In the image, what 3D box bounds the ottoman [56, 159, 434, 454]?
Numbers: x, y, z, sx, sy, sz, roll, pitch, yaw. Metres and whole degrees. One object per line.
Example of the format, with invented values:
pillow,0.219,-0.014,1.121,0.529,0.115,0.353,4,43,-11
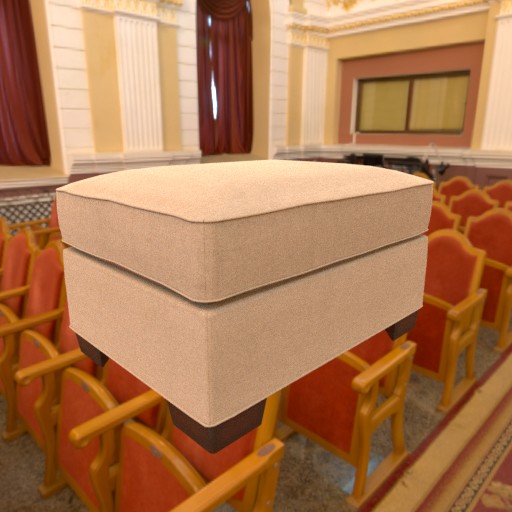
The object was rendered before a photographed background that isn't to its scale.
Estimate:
ottoman,0.000,0.000,1.230,0.846,0.503,0.617,-15,21,-42
